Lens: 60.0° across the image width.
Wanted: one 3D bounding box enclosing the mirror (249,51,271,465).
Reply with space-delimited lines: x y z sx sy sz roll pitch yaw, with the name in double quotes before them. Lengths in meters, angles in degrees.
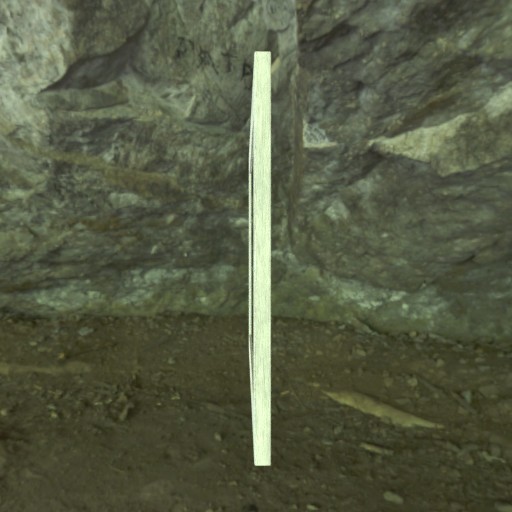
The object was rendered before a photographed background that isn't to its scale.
"mirror" 0.000 0.000 1.153 0.028 0.689 0.839 0 1 -2
